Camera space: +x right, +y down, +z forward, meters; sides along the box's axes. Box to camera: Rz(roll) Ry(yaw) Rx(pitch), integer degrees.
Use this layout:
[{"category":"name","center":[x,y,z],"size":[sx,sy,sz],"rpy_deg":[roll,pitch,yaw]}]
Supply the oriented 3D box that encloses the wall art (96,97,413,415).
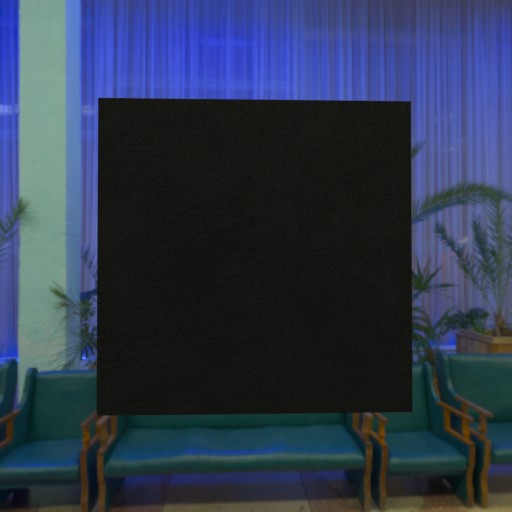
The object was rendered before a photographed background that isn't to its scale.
[{"category":"wall art","center":[0.000,0.000,1.099],"size":[0.765,0.765,0.046],"rpy_deg":[0,-1,-2]}]
